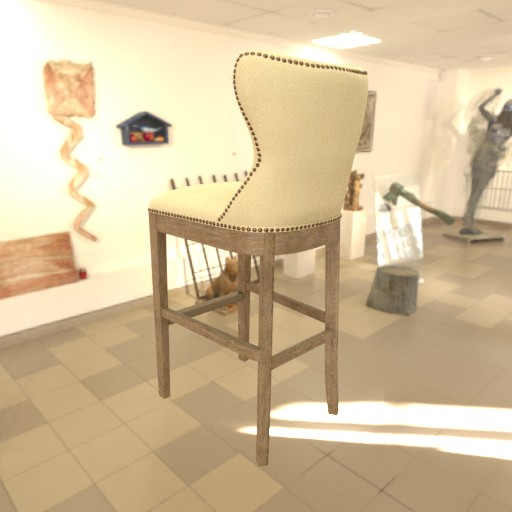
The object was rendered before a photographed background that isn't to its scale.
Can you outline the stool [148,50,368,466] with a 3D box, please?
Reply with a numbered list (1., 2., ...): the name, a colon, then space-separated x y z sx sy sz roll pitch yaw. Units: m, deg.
1. stool: 0.000 0.000 1.429 0.494 1.123 0.606 -14 21 -42
